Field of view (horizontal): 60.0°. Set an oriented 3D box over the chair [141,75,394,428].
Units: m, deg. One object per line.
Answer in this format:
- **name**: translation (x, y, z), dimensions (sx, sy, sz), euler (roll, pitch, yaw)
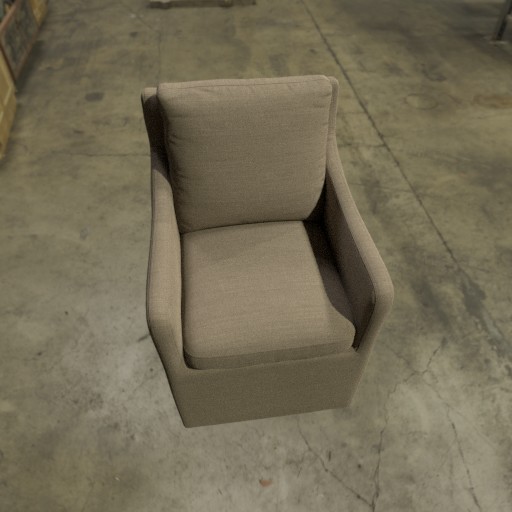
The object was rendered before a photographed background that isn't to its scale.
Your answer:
- **chair**: translation (0.000, 0.000, 1.382), dimensions (0.626, 0.914, 0.694), euler (-6, 47, -5)
